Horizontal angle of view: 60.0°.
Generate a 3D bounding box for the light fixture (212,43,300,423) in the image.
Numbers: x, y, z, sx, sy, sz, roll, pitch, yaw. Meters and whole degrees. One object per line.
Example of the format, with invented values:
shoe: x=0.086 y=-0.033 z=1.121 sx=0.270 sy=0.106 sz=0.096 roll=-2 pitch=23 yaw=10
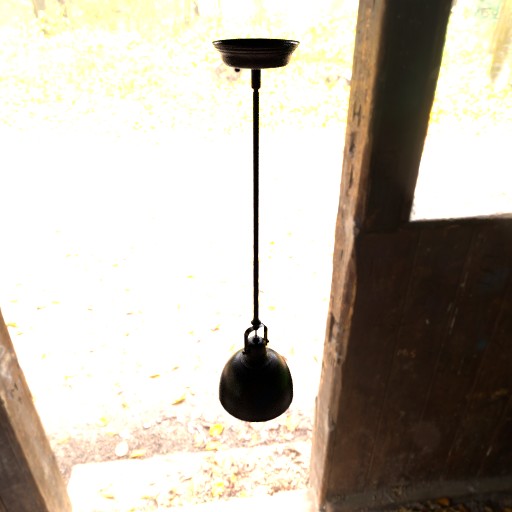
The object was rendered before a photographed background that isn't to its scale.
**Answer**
light fixture: x=0.000 y=0.000 z=0.880 sx=0.182 sy=0.768 sz=0.182 roll=-20 pitch=36 yaw=-30
